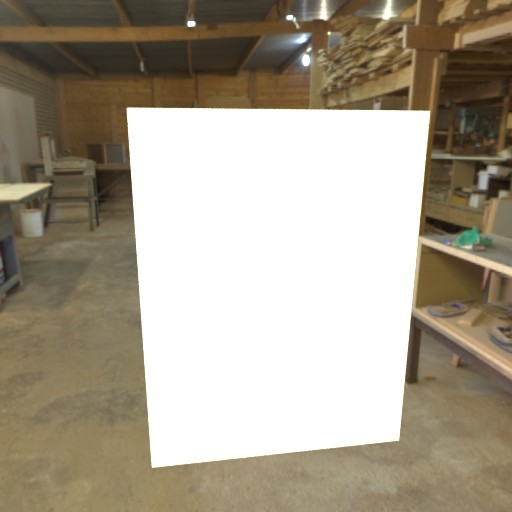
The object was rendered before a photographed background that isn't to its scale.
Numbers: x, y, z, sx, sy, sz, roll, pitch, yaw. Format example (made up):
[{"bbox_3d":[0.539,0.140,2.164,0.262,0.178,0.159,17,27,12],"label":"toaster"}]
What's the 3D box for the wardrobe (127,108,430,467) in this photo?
[{"bbox_3d":[0.000,0.000,0.876,0.400,0.520,0.500,-2,15,-9],"label":"wardrobe"}]
